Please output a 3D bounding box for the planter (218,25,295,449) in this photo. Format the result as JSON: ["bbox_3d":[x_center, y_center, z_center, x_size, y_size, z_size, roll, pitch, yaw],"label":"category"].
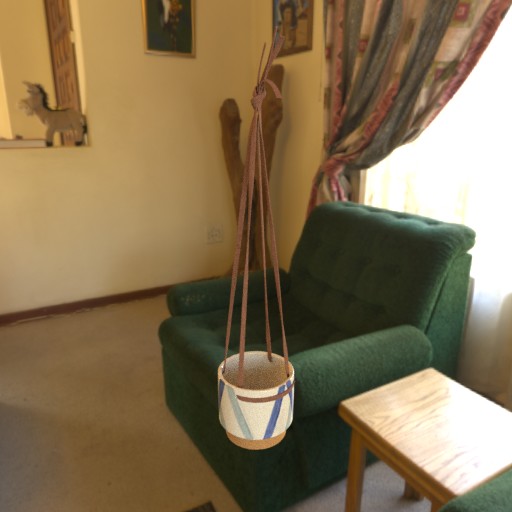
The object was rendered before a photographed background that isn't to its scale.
[{"bbox_3d":[0.000,0.000,0.818,0.157,0.753,0.153,15,22,42],"label":"planter"}]
